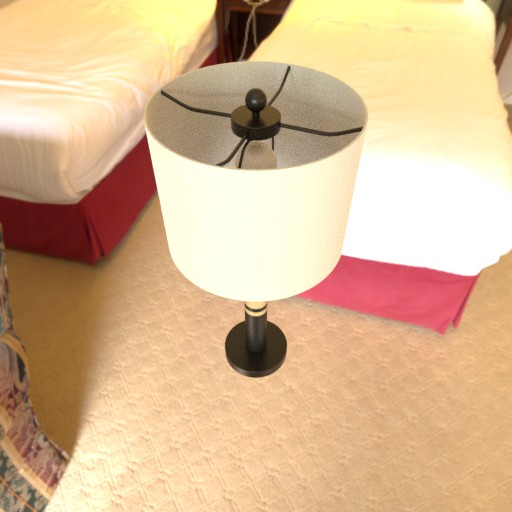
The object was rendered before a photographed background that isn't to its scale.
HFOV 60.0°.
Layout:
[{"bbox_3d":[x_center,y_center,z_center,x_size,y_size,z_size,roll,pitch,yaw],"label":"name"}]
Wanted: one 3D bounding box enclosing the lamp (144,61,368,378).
[{"bbox_3d":[0.000,0.000,0.822,0.305,0.640,0.305,-16,48,-15],"label":"lamp"}]
